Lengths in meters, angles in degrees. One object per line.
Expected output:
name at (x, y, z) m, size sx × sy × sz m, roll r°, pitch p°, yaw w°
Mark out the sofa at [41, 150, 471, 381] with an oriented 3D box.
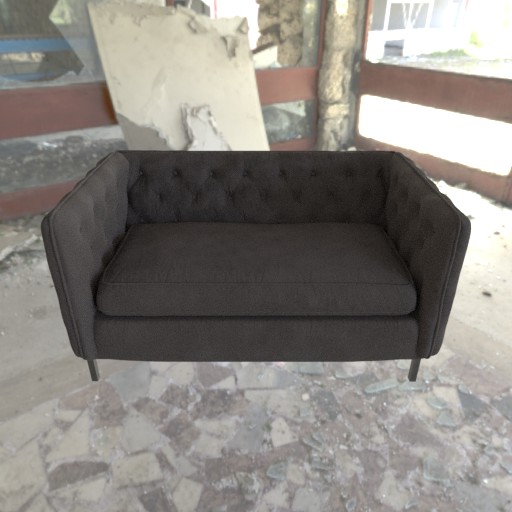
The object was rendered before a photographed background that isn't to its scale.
sofa at (0.000, 0.000, 2.114) m, size 1.583 × 0.810 × 0.909 m, roll 0°, pitch 29°, yaw 0°
